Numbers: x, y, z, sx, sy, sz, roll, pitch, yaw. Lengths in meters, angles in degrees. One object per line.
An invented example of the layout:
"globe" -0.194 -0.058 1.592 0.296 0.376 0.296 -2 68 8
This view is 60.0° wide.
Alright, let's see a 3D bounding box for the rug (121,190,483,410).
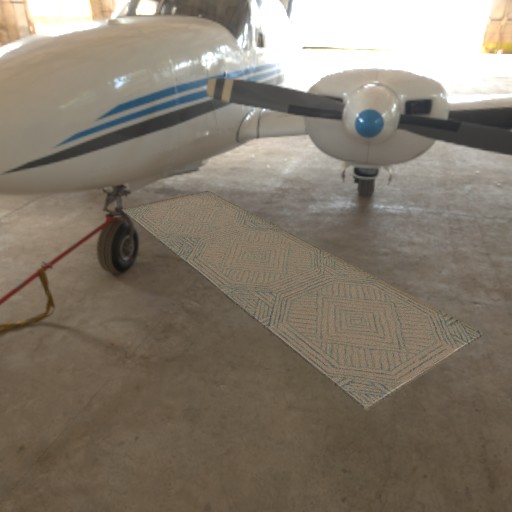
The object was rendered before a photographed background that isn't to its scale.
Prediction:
"rug" 0.000 0.000 2.680 0.775 0.012 2.452 -18 32 -31
